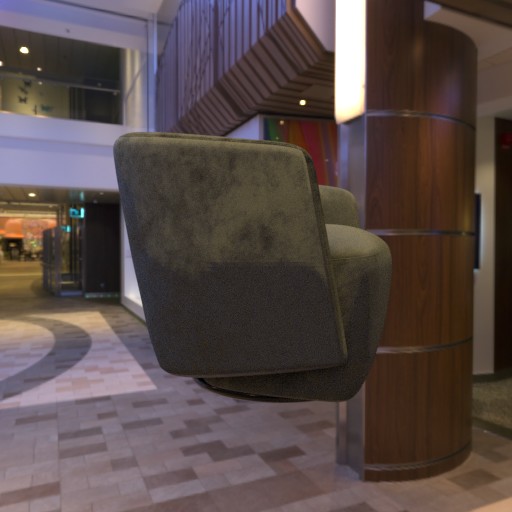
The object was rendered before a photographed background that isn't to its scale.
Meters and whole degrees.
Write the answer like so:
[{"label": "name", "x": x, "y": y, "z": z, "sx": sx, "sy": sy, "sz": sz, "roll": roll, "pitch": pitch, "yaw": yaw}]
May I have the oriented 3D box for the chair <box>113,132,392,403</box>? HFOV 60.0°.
[{"label": "chair", "x": 0.000, "y": 0.000, "z": 1.324, "sx": 0.767, "sy": 0.698, "sz": 0.773, "roll": 0, "pitch": 1, "yaw": 19}]
